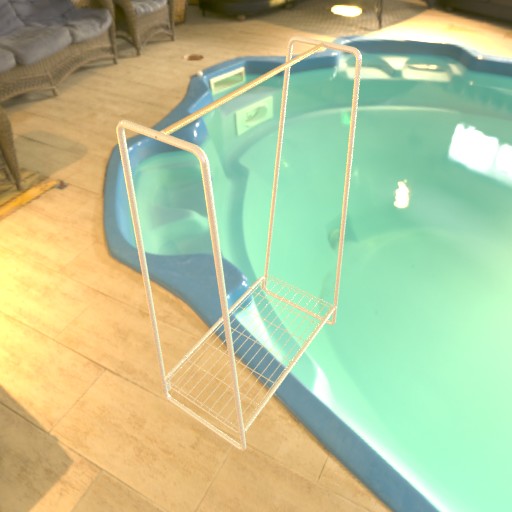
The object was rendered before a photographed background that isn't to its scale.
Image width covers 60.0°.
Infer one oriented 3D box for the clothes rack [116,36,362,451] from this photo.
[{"bbox_3d":[0.000,0.000,1.883,0.495,1.500,0.900,25,48,25],"label":"clothes rack"}]
